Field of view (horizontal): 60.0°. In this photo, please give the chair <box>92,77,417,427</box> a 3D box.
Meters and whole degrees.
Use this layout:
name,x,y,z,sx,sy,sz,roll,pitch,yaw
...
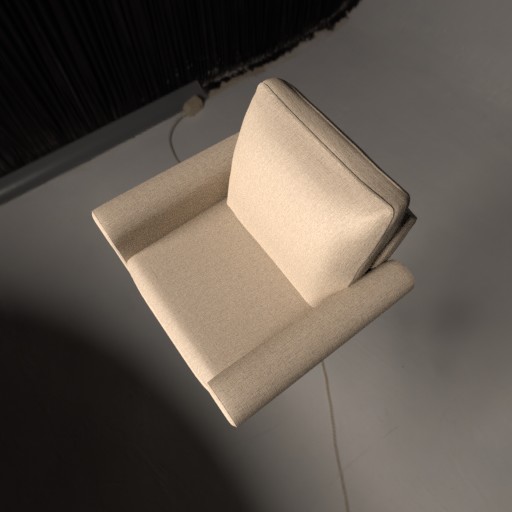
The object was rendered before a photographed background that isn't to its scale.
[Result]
name,x,y,z,sx,sy,sz,roll,pitch,yaw
chair,0.000,0.000,2.316,1.180,1.349,1.275,-33,68,-15
